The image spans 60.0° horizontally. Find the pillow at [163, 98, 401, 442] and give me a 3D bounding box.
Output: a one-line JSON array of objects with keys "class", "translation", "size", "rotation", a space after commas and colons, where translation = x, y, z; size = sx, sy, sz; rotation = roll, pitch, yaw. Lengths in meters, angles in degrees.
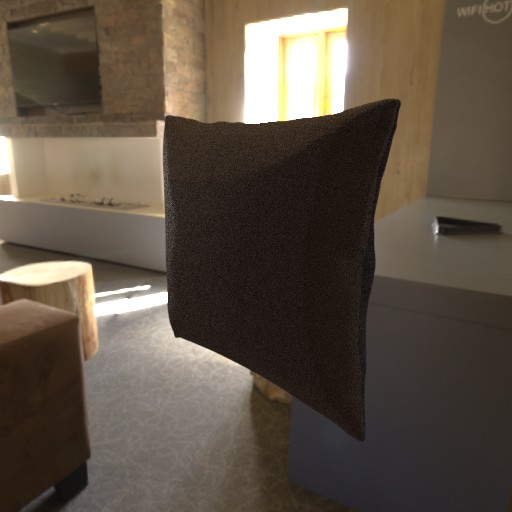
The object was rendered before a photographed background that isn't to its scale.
[{"class": "pillow", "translation": [0.000, 0.000, 0.693], "size": [0.204, 0.439, 0.452], "rotation": [-14, 20, -43]}]
